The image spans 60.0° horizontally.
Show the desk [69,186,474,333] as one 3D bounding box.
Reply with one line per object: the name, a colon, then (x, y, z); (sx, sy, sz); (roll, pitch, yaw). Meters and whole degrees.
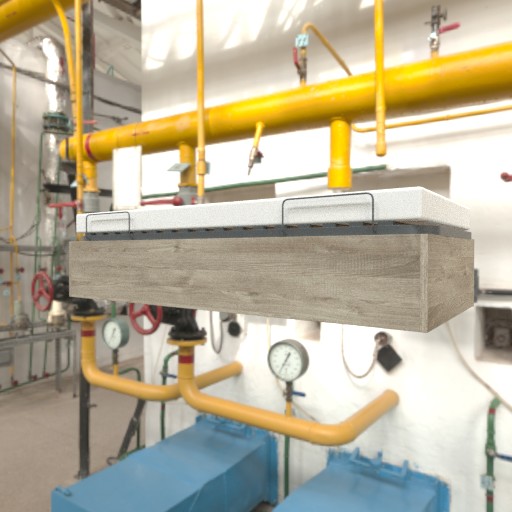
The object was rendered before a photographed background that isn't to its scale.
desk: (0.000, 0.000, 2.258); (1.900, 0.455, 0.900); (0, 1, 35)
